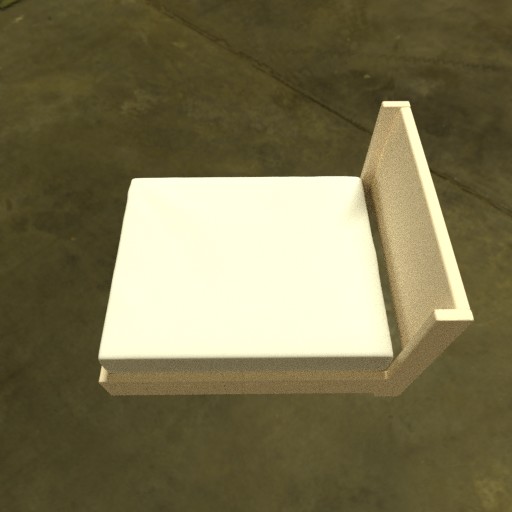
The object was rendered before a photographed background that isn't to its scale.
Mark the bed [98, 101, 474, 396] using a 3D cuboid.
[{"bbox_3d":[0.000,0.000,3.405,2.280,1.471,1.765,0,57,0],"label":"bed"}]
